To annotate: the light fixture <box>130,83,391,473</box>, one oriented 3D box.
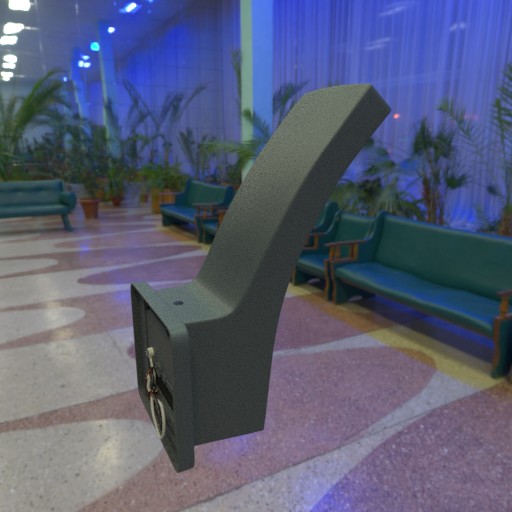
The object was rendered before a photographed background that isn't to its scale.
[{"bbox_3d":[0.000,0.000,0.329,0.174,0.243,0.108,-8,17,-27],"label":"light fixture"}]
